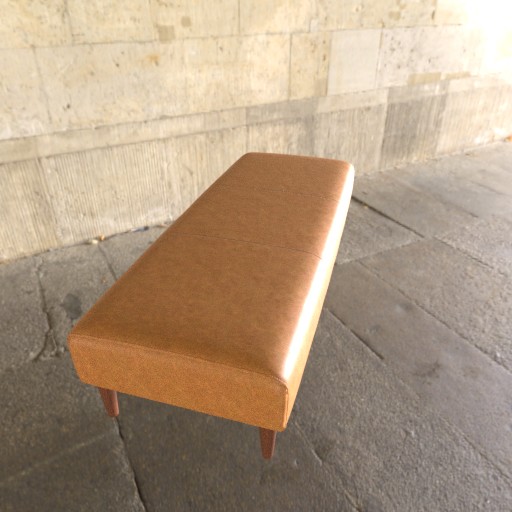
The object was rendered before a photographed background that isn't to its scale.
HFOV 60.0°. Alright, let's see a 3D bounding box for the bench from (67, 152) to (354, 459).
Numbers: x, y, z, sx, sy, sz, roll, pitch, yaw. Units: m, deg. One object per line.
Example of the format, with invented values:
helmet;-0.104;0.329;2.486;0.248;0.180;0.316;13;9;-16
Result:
bench;0.000;0.000;1.854;0.653;0.399;1.610;9;32;14
